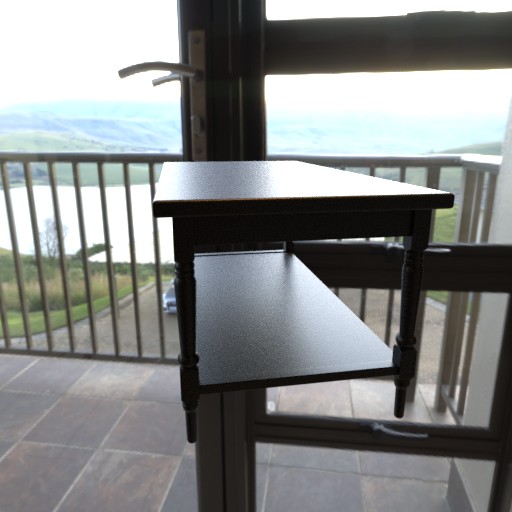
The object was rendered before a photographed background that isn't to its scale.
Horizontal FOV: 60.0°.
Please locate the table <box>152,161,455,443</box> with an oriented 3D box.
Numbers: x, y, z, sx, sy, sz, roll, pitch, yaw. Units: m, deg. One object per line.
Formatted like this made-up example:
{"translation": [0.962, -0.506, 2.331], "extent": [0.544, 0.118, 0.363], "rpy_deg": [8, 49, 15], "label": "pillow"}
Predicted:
{"translation": [0.000, 0.000, 1.367], "extent": [0.550, 0.510, 1.107], "rpy_deg": [-3, 15, -10], "label": "table"}
